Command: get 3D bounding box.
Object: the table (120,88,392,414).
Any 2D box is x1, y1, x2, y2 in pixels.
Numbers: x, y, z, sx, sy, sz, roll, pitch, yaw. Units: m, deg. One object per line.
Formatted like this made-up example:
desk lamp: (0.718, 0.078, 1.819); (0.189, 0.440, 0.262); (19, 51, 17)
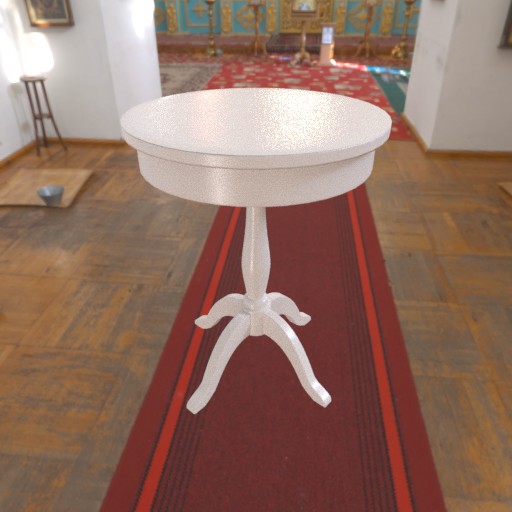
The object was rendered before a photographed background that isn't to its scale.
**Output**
table: (0.000, 0.000, 1.033); (0.513, 0.653, 0.513); (0, 31, 0)
